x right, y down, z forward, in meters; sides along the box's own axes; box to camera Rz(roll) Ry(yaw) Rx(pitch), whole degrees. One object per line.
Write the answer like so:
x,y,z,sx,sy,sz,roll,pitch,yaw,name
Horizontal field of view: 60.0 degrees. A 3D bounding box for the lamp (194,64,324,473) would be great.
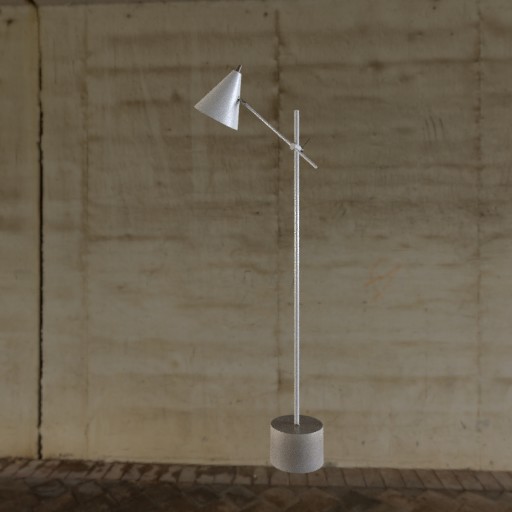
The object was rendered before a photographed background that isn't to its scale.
0.000,0.000,1.629,0.508,1.430,0.223,0,0,35,lamp
